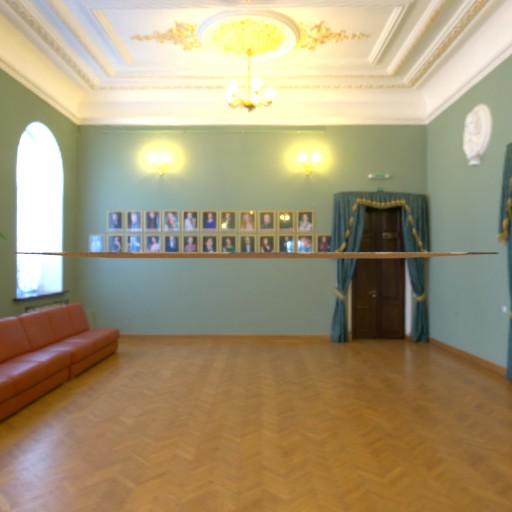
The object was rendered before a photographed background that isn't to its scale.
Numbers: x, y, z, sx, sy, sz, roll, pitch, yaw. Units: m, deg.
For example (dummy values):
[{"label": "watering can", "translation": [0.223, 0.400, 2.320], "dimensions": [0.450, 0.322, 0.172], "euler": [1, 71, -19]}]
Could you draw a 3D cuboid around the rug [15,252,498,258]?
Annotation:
[{"label": "rug", "translation": [0.000, 0.000, 2.282], "dimensions": [1.828, 0.006, 1.216], "euler": [0, -1, -1]}]
